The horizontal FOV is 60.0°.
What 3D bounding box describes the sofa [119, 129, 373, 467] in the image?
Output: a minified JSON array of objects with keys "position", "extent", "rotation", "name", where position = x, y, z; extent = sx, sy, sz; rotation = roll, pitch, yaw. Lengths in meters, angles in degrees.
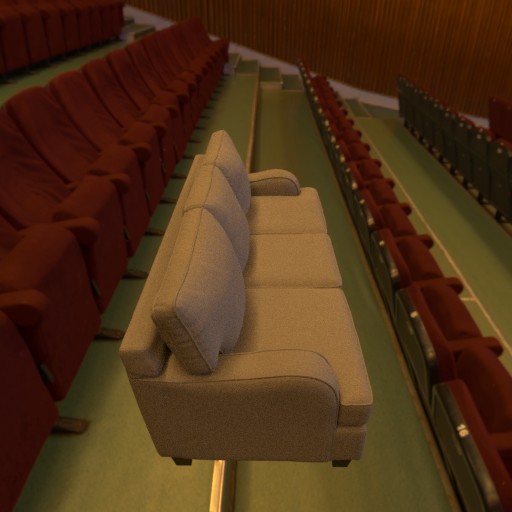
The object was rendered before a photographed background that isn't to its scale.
[{"position":[0.000,0.000,2.767],"extent":[1.016,0.991,2.323],"rotation":[0,31,1],"name":"sofa"}]
